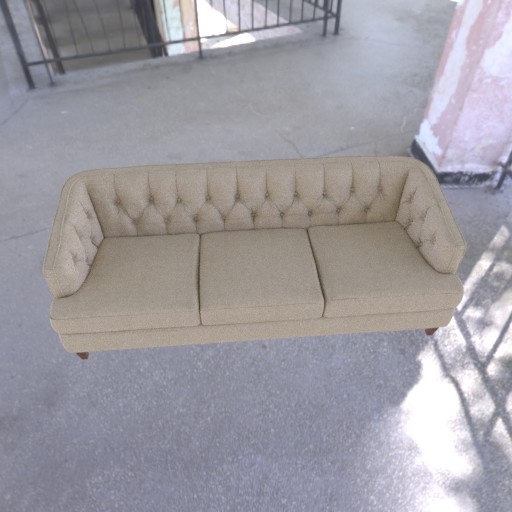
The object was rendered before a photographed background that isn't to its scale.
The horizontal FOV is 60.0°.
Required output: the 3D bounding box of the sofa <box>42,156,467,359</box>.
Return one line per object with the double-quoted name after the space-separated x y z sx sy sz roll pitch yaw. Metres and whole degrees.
0.000 0.000 2.682 2.235 0.788 0.913 -3 45 -3 "sofa"
